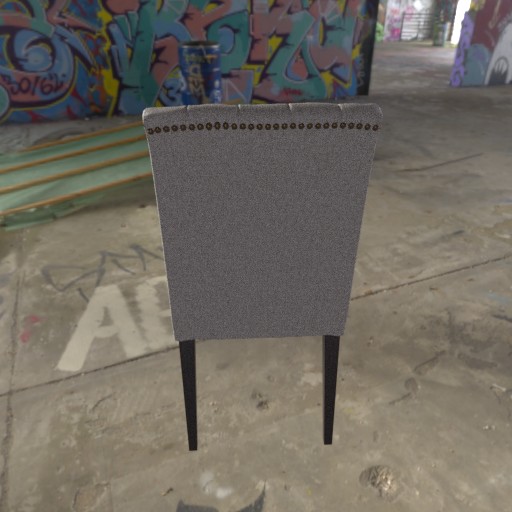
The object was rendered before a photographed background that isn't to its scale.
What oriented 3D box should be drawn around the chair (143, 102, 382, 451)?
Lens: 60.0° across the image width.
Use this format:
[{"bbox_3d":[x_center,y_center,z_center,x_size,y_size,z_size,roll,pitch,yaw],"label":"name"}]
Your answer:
[{"bbox_3d":[0.000,0.000,1.379,0.511,1.016,0.647,-1,29,-3],"label":"chair"}]
